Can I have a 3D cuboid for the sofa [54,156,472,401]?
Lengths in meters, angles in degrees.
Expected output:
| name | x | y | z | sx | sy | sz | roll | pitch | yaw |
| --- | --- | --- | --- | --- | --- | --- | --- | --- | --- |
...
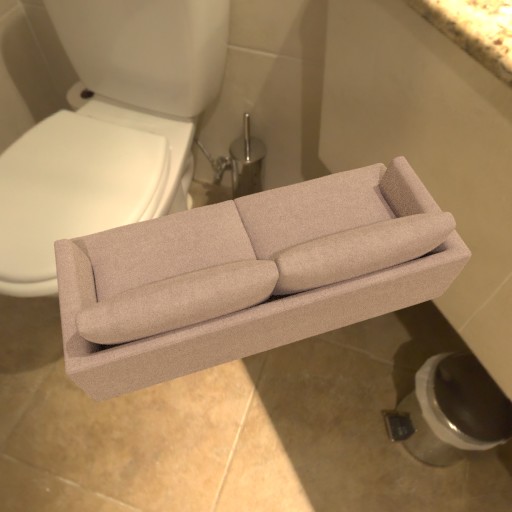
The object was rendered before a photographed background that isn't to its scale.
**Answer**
| name | x | y | z | sx | sy | sz | roll | pitch | yaw |
| --- | --- | --- | --- | --- | --- | --- | --- | --- | --- |
| sofa | 0.000 | 0.000 | 2.740 | 2.250 | 0.868 | 1.020 | -15 | 58 | -10 |
